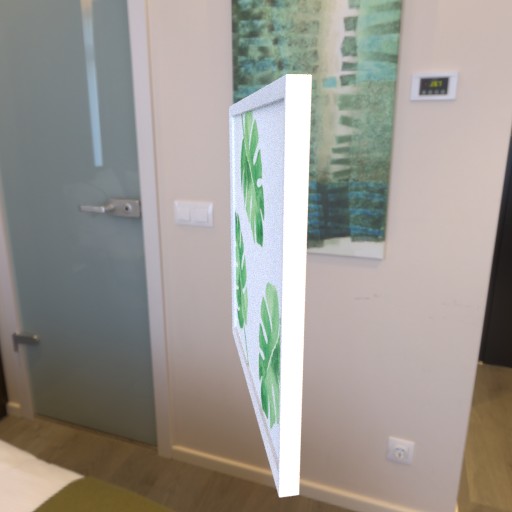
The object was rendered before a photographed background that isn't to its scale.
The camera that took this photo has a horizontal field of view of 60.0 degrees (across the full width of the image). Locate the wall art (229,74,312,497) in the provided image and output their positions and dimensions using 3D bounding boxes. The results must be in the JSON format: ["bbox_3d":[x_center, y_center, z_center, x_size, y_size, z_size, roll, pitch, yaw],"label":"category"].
[{"bbox_3d":[0.000,0.000,1.121,0.040,0.762,0.762,-3,15,-9],"label":"wall art"}]
